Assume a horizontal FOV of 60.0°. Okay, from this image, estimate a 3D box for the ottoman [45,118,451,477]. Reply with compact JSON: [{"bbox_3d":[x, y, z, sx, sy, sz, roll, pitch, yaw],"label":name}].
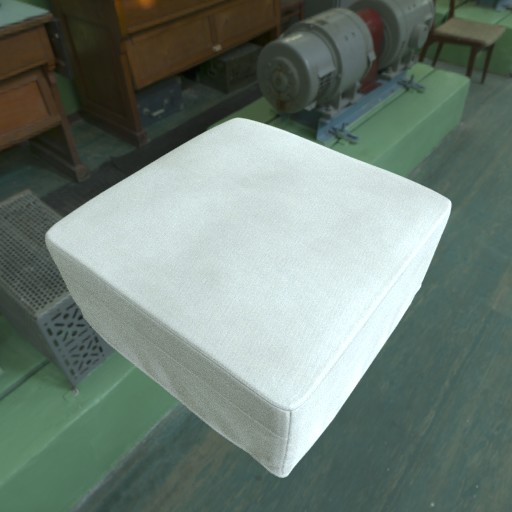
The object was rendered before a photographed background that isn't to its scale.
[{"bbox_3d":[0.000,0.000,1.340,0.842,0.441,0.843,29,52,26],"label":"ottoman"}]
